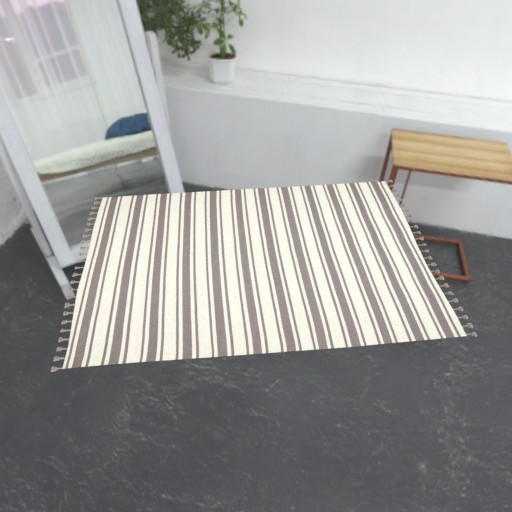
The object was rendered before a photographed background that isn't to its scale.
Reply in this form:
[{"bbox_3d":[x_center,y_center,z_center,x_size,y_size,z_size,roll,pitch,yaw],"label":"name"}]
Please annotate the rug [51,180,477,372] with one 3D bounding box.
[{"bbox_3d":[0.000,0.000,3.021,2.425,0.014,1.563,-4,45,-4],"label":"rug"}]
